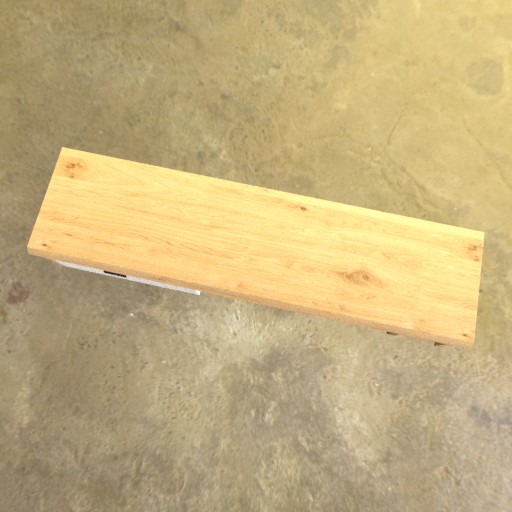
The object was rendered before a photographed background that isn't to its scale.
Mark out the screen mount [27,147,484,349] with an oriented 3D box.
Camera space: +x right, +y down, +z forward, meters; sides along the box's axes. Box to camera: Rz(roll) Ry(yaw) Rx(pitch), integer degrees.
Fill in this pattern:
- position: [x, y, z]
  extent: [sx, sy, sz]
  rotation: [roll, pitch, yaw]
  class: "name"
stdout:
- position: [0.000, 0.000, 1.903]
  extent: [1.700, 0.430, 0.450]
  rotation: [12, 76, 3]
  class: "screen mount"
